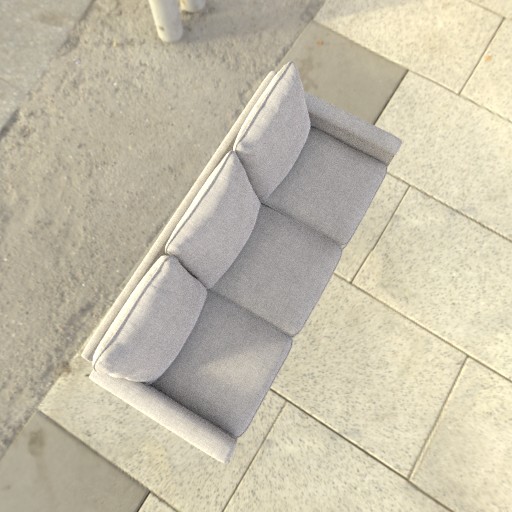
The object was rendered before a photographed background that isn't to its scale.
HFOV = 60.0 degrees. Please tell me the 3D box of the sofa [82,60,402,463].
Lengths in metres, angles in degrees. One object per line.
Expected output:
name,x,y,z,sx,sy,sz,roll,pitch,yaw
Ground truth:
sofa,0.000,0.000,2.430,0.828,0.959,1.925,29,76,8
